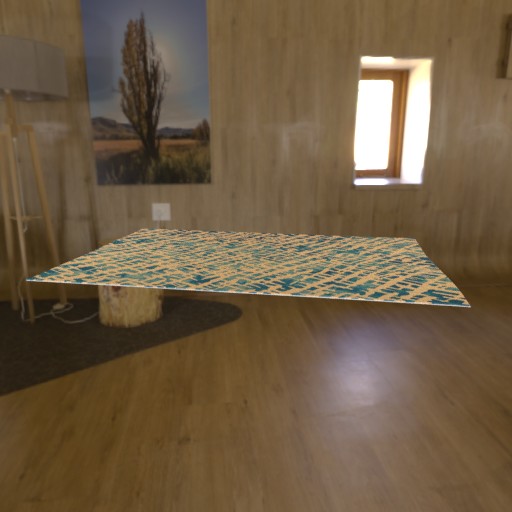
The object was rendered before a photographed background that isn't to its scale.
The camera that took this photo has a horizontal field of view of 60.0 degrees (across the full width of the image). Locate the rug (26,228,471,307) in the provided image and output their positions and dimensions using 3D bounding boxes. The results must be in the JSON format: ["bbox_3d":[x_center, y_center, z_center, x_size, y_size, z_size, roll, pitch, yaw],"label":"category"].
[{"bbox_3d":[0.000,0.000,2.359,1.830,0.011,1.209,3,15,10],"label":"rug"}]
